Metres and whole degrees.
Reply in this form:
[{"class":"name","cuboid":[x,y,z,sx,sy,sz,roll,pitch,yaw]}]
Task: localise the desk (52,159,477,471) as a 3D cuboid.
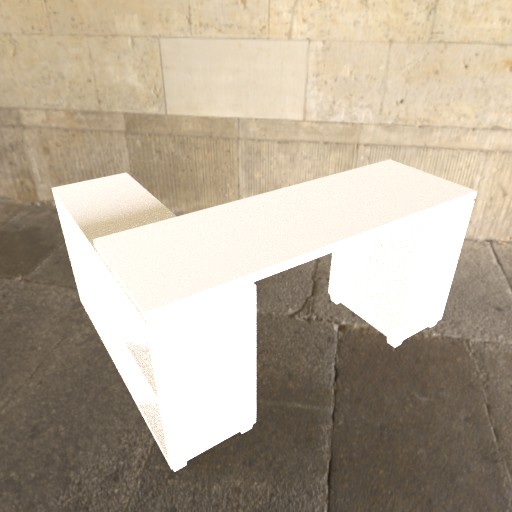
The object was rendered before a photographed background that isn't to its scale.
[{"class":"desk","cuboid":[0.000,0.000,2.202,1.524,0.759,1.199,-19,36,-28]}]
